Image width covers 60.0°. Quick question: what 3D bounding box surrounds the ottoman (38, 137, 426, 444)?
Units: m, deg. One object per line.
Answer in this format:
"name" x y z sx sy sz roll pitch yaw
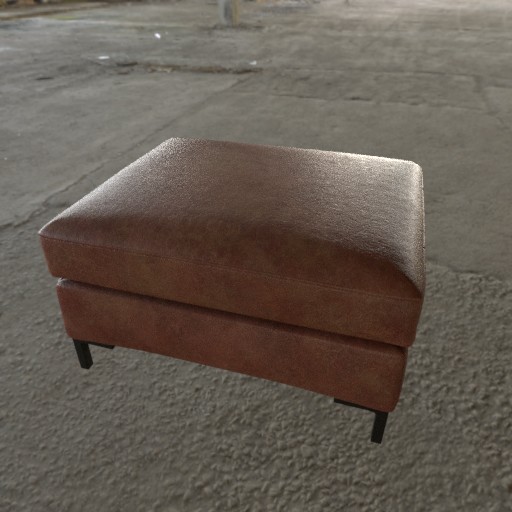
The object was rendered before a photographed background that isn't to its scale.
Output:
"ottoman" 0.000 0.000 1.772 1.186 0.667 0.965 9 34 14
